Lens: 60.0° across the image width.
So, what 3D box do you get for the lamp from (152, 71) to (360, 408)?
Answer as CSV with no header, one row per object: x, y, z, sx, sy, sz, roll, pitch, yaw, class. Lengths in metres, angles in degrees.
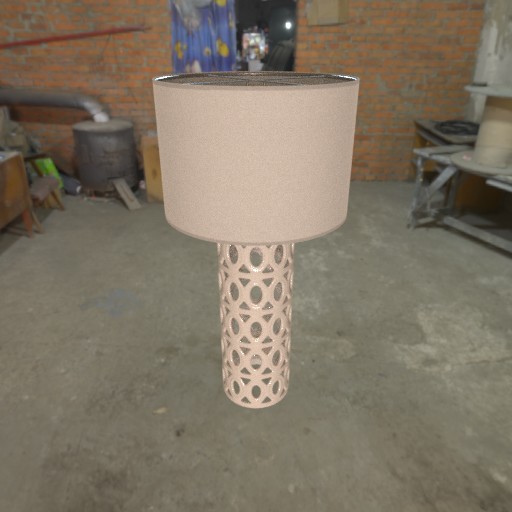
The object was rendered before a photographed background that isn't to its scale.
0.000,0.000,0.848,0.324,0.636,0.325,-18,31,-32,lamp
